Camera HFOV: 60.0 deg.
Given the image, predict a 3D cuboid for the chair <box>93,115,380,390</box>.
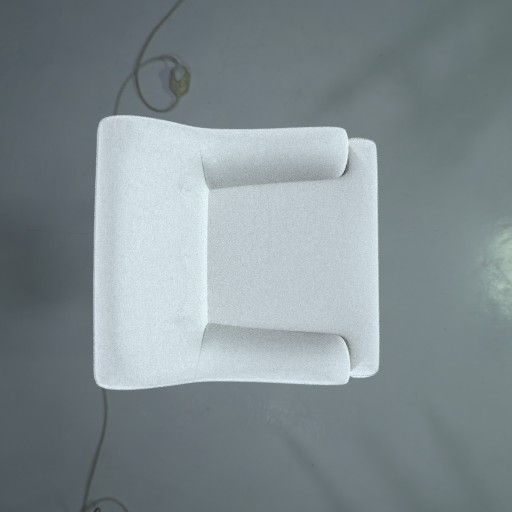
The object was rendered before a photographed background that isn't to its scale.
[{"bbox_3d":[0.000,0.000,1.686,0.951,0.818,0.946,0,88,0],"label":"chair"}]
